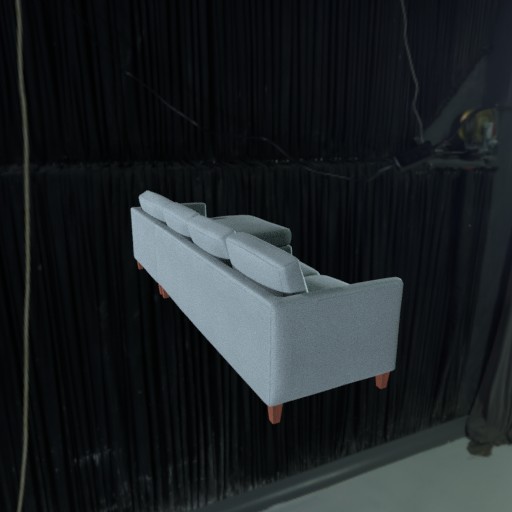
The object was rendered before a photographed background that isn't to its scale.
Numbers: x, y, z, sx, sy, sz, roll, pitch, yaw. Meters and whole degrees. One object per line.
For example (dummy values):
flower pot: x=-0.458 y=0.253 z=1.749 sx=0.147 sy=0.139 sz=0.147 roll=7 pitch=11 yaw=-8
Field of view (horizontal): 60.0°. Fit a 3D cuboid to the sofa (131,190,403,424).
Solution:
sofa: x=0.000 y=0.000 z=4.151 sx=1.604 sy=0.950 sz=3.471 roll=-8 pitch=17 yaw=-26
